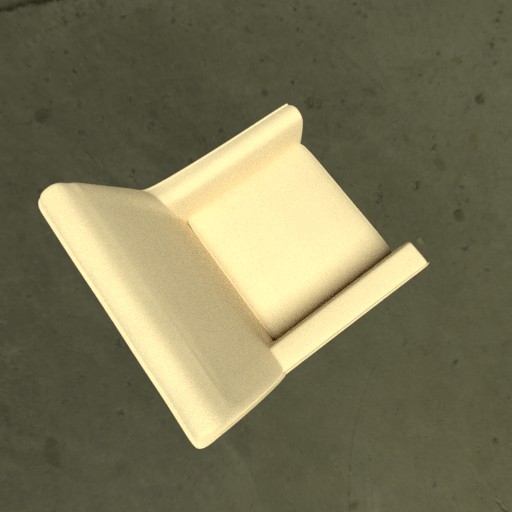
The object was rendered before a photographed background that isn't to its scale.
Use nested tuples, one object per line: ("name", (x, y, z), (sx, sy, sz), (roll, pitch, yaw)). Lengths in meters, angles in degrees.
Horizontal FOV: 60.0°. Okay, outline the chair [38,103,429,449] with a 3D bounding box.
("chair", (0.000, 0.000, 1.577), (0.899, 0.919, 0.780), (-35, 78, -8))
